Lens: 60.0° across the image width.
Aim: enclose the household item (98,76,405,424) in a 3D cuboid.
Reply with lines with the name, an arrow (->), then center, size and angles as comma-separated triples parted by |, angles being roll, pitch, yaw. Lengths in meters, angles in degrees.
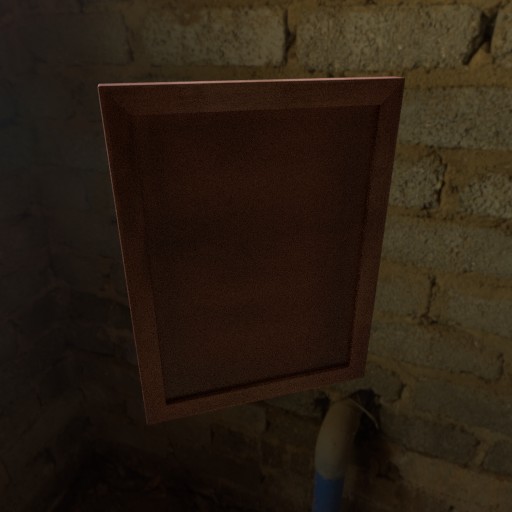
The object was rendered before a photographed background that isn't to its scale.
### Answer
household item -> 0.000, 0.000, 0.546 | 0.310, 0.407, 0.067 | -7, 27, -15
